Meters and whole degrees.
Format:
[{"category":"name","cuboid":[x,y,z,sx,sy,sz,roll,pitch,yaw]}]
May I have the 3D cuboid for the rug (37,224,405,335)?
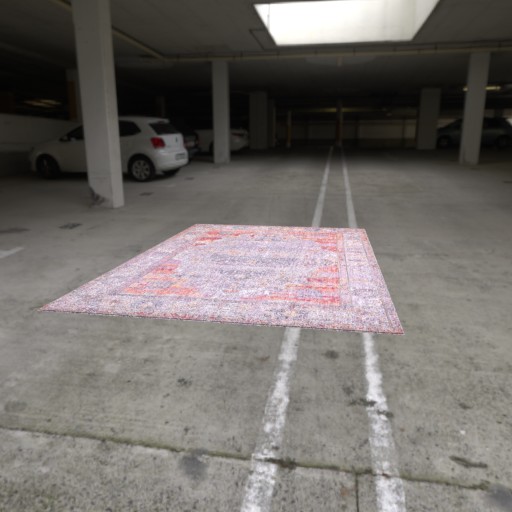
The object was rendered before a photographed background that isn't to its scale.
[{"category":"rug","cuboid":[0.000,0.000,2.303,1.219,0.005,1.829,2,14,9]}]
